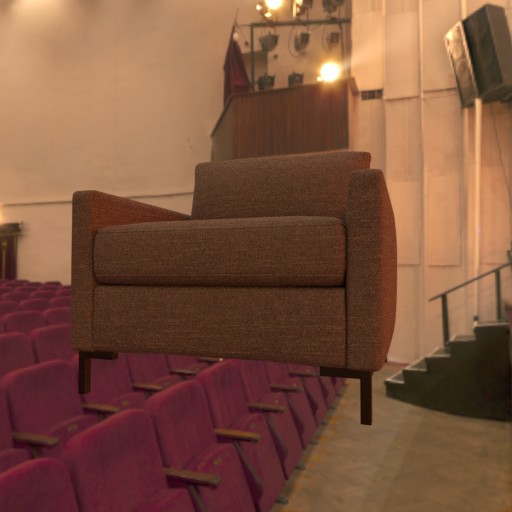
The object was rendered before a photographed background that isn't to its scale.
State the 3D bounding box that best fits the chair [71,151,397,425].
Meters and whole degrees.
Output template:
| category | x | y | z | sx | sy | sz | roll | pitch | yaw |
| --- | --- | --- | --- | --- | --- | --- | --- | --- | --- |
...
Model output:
| category | x | y | z | sx | sy | sz | roll | pitch | yaw |
| --- | --- | --- | --- | --- | --- | --- | --- | --- | --- |
| chair | 0.000 | 0.000 | 1.569 | 0.940 | 0.841 | 0.845 | -1 | -2 | 19 |
